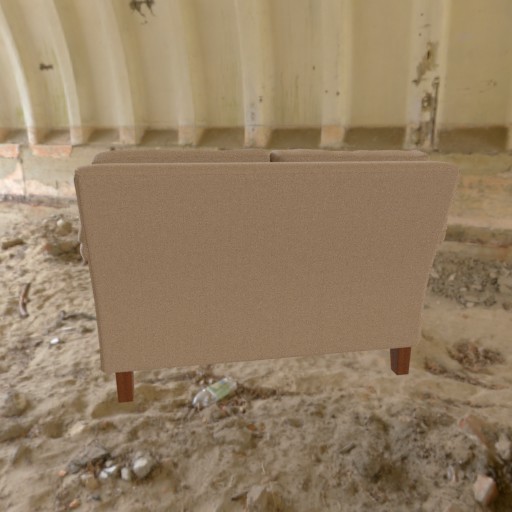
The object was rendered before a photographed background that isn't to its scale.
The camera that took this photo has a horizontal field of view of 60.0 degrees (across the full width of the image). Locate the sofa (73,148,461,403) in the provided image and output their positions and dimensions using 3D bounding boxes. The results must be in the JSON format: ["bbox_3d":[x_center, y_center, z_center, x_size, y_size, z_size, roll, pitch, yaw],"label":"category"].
[{"bbox_3d":[0.000,0.000,2.208,1.508,1.048,1.087,-3,15,-10],"label":"sofa"}]
